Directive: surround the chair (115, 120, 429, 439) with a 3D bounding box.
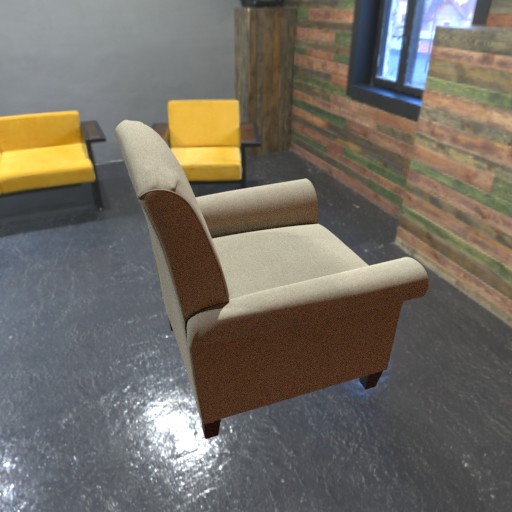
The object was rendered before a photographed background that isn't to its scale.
[{"bbox_3d":[0.000,0.000,1.773,0.905,1.061,0.978,-10,32,-17],"label":"chair"}]
